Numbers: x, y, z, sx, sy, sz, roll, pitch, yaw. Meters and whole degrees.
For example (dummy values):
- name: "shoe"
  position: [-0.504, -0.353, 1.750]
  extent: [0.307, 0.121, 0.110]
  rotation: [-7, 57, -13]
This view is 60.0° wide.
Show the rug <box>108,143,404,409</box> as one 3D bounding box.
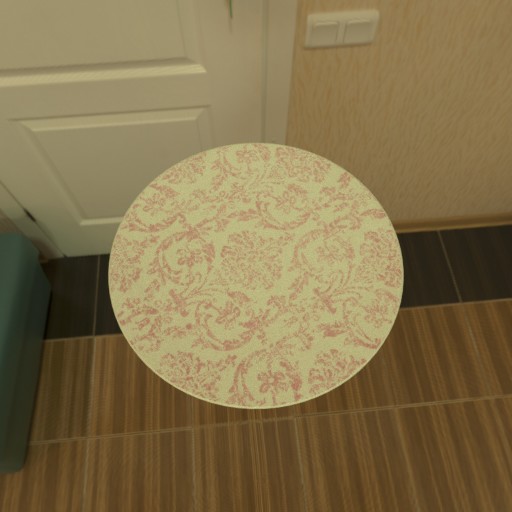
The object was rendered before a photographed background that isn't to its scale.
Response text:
- name: "rug"
  position: [0.000, 0.000, 2.419]
  extent: [1.593, 0.012, 1.593]
  rotation: [0, 63, 0]
